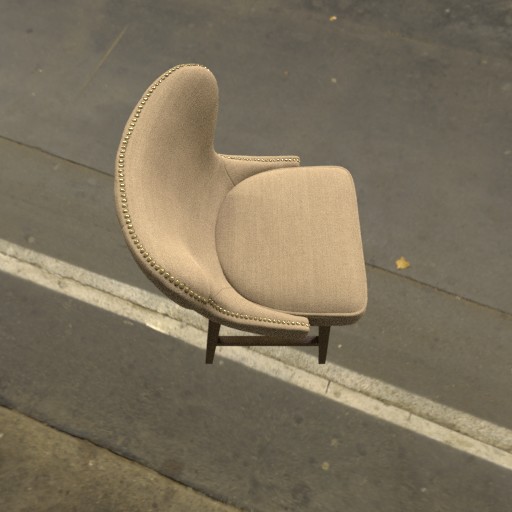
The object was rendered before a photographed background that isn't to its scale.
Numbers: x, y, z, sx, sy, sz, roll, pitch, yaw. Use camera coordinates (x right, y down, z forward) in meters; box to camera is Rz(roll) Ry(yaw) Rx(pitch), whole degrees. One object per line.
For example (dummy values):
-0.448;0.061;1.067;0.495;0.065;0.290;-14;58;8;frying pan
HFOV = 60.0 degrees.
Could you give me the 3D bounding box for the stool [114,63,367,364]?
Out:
0.000;0.000;1.354;0.597;0.972;0.615;0;64;0;stool
